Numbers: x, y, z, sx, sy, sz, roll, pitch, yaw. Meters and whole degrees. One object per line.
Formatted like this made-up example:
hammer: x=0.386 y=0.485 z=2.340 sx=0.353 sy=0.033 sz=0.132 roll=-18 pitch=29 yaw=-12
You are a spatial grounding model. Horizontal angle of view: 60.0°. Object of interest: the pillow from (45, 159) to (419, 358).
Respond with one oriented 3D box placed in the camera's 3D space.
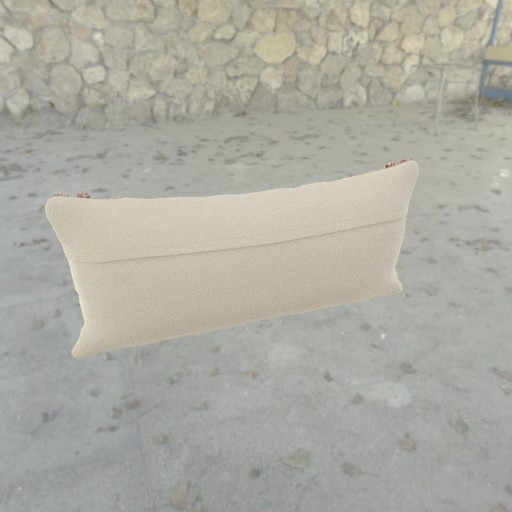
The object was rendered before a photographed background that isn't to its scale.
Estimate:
pillow: x=0.000 y=0.000 z=0.754 sx=0.635 sy=0.282 sz=0.139 roll=-9 pitch=28 yaw=-17
